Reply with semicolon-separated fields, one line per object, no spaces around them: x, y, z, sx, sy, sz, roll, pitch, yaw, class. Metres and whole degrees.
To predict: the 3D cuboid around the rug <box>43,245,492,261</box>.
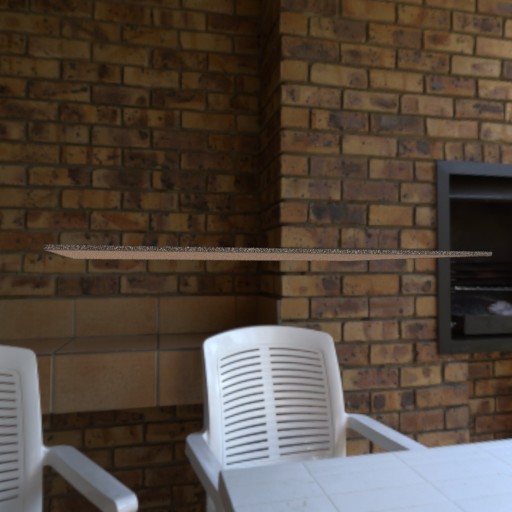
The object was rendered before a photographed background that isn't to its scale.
0.000;0.000;3.357;2.699;0.026;1.802;1;-2;-18;rug
